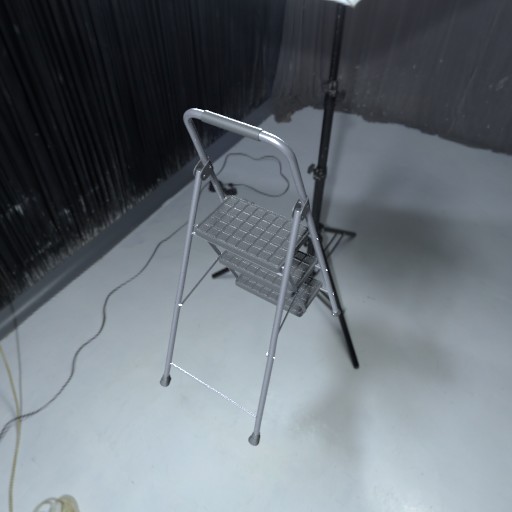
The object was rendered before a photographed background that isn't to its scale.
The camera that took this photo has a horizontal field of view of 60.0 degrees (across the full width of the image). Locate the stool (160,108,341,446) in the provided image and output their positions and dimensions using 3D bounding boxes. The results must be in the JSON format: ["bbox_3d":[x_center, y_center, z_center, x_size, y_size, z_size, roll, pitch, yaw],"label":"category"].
[{"bbox_3d":[0.000,0.000,1.515,0.473,1.121,0.733,25,51,22],"label":"stool"}]
